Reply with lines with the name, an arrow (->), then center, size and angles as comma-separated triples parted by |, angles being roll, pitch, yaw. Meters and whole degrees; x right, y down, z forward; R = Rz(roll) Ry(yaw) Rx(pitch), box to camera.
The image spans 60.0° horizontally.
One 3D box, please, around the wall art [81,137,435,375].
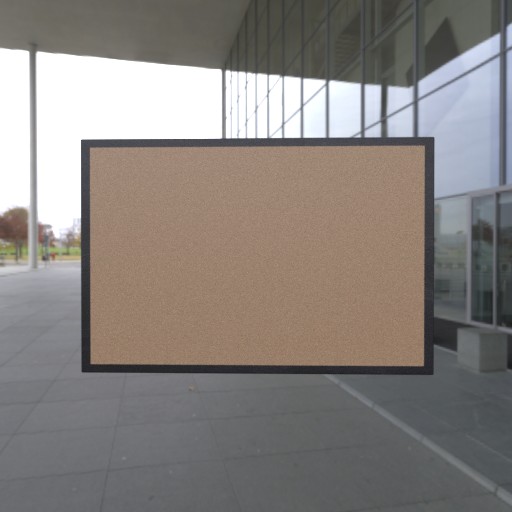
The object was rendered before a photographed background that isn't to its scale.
wall art -> 0.000, 0.000, 0.783 | 0.610, 0.409, 0.038 | 0, 1, 1
